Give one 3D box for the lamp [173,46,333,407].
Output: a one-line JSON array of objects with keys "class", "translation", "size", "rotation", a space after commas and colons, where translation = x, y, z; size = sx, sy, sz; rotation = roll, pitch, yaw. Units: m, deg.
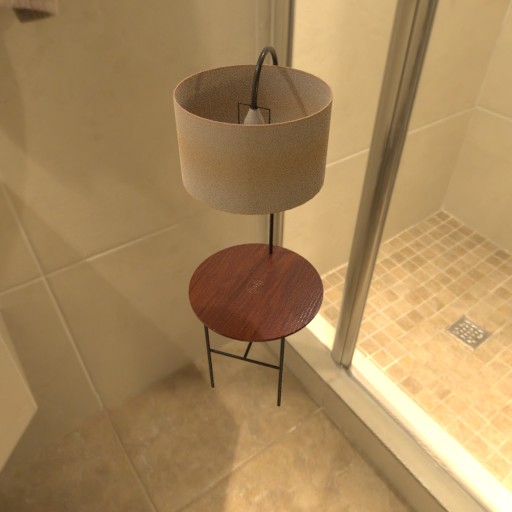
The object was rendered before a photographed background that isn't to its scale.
[{"class": "lamp", "translation": [0.000, 0.000, 1.777], "size": [0.573, 1.517, 0.573], "rotation": [0, 41, 0]}]
